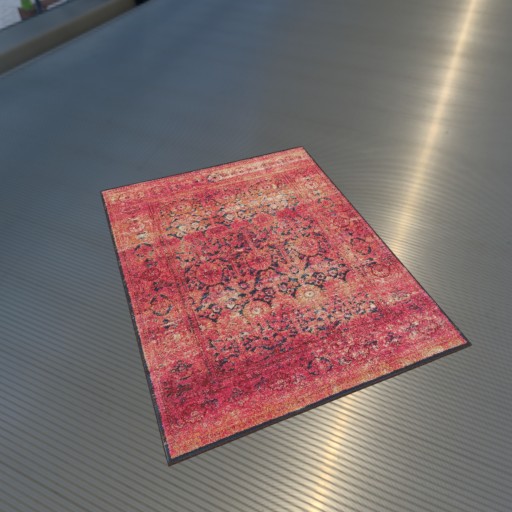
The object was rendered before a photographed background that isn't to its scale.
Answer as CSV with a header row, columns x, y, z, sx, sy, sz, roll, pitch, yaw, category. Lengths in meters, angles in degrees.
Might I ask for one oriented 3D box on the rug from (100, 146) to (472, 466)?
x,y,z,sx,sy,sz,roll,pitch,yaw,category
0.000,0.000,4.098,2.411,0.020,3.032,-16,48,-15,rug
